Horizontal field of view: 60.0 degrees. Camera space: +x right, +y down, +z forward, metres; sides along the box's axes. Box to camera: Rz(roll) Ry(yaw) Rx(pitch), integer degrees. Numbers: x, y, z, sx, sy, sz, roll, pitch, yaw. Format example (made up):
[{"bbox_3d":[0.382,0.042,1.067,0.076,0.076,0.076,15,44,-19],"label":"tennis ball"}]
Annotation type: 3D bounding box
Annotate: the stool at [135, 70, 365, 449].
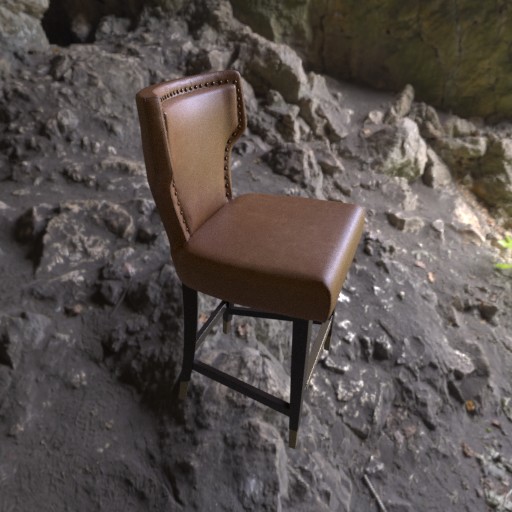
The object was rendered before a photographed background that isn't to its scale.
[{"bbox_3d":[0.000,0.000,1.339,0.563,0.982,0.526,11,31,18],"label":"stool"}]
